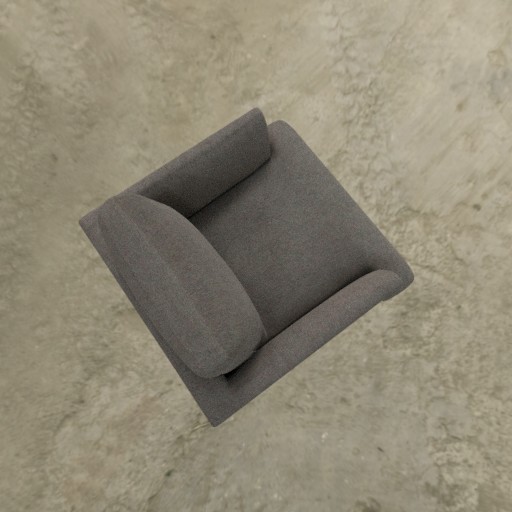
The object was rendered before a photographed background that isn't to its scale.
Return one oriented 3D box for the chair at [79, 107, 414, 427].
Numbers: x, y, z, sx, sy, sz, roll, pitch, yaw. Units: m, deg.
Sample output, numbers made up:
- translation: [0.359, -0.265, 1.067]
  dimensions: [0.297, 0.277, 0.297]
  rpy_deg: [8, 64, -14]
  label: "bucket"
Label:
- translation: [0.000, 0.000, 1.673]
  dimensions: [0.899, 0.957, 0.858]
  rpy_deg: [-35, 77, -9]
  label: "chair"
